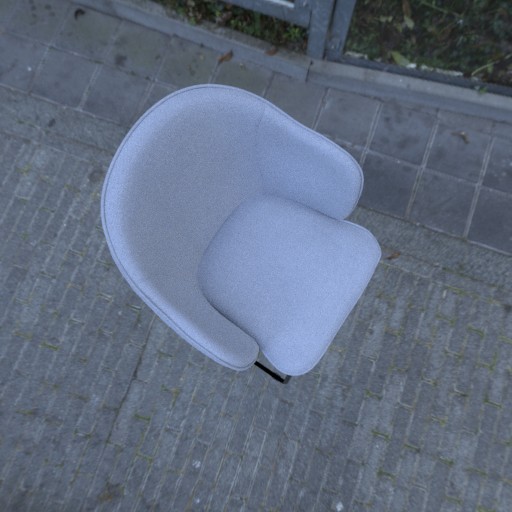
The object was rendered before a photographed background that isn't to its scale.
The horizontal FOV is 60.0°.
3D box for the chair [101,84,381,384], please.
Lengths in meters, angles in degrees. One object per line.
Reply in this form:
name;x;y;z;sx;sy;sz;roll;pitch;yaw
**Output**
chair;0.000;0.000;1.223;0.592;0.817;0.570;32;79;7
